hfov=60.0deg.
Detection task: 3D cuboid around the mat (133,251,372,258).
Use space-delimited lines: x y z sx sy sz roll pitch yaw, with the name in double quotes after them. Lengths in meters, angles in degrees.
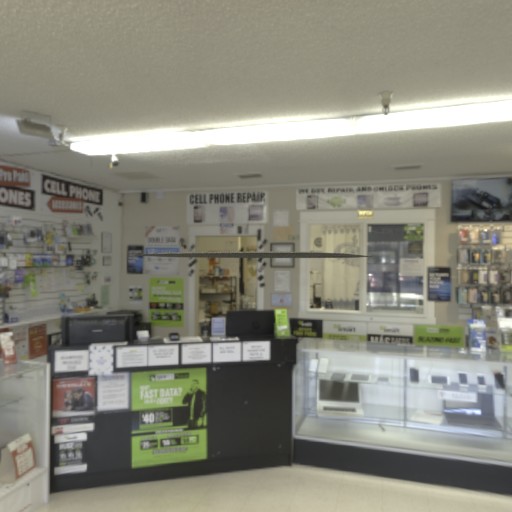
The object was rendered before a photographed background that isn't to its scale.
0.000 0.000 1.931 0.913 0.013 1.524 0 -1 19 "mat"
